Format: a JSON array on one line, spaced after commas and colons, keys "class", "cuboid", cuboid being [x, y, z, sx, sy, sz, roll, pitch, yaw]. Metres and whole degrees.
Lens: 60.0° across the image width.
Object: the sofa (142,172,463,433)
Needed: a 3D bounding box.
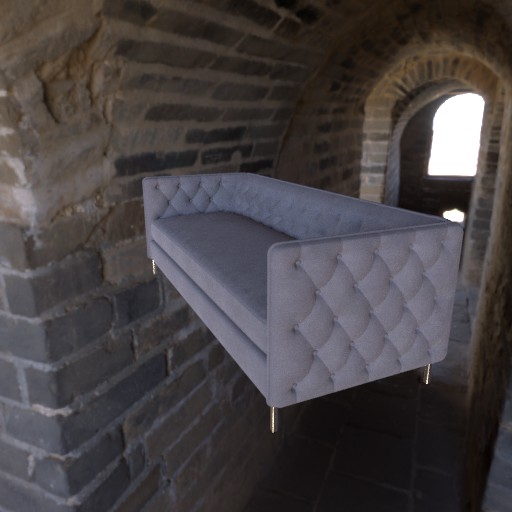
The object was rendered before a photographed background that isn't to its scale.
[{"class": "sofa", "cuboid": [0.000, 0.000, 2.665, 0.895, 0.771, 2.209, -8, 18, -24]}]
